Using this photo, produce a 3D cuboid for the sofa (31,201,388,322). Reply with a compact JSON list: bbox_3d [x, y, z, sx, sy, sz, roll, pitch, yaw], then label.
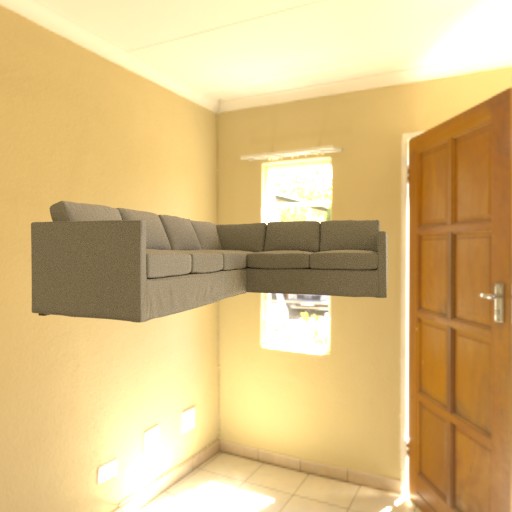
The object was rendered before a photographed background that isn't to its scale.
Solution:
[{"bbox_3d":[0.000,0.000,4.348,2.432,0.871,3.182,0,1,18],"label":"sofa"}]
